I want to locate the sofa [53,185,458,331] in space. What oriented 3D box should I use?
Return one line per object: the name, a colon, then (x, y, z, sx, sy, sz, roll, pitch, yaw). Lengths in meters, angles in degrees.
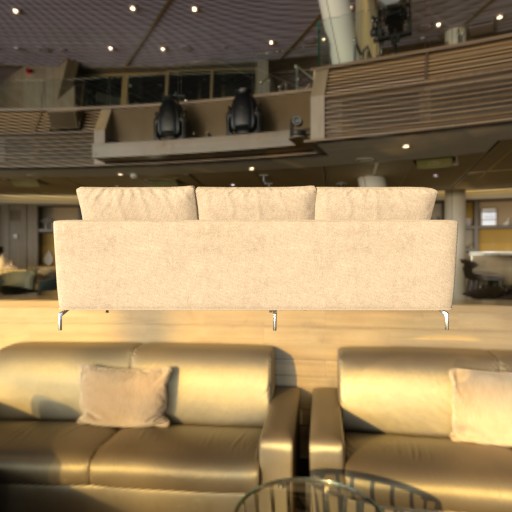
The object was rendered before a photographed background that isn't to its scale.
sofa: (0.000, 0.000, 3.785, 2.438, 0.864, 2.438, 0, 0, 0)
